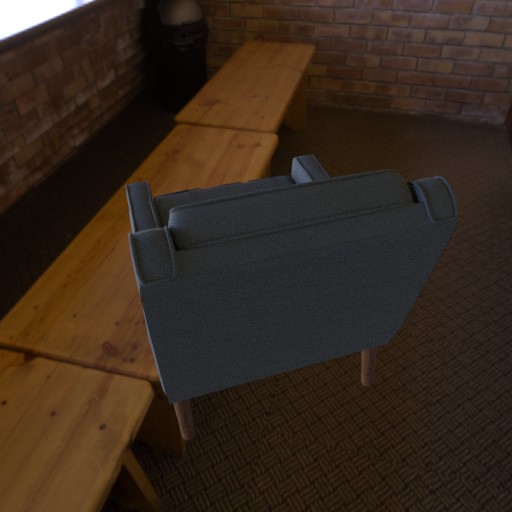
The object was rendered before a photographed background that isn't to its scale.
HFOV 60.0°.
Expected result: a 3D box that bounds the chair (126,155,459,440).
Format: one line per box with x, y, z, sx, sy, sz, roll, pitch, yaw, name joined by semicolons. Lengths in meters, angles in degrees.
0.000;0.000;1.296;0.663;0.780;0.733;-12;43;-13;chair
